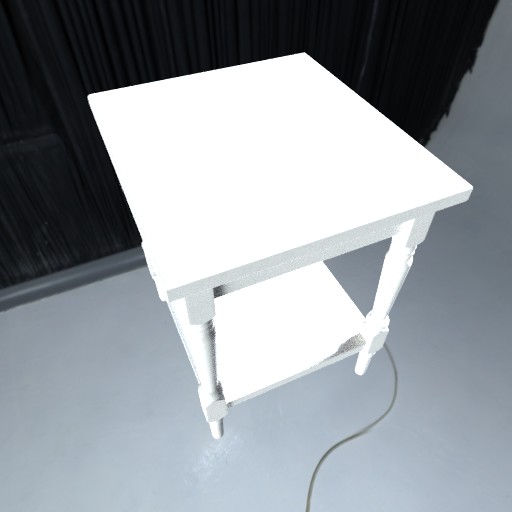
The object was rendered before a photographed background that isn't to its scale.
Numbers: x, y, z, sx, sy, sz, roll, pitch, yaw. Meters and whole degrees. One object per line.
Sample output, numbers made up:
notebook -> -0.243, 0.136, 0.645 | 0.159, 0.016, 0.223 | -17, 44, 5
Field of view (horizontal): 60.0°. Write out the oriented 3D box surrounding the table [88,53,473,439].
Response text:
table -> 0.000, 0.000, 0.907 | 0.442, 0.565, 0.488 | -18, 50, -16
